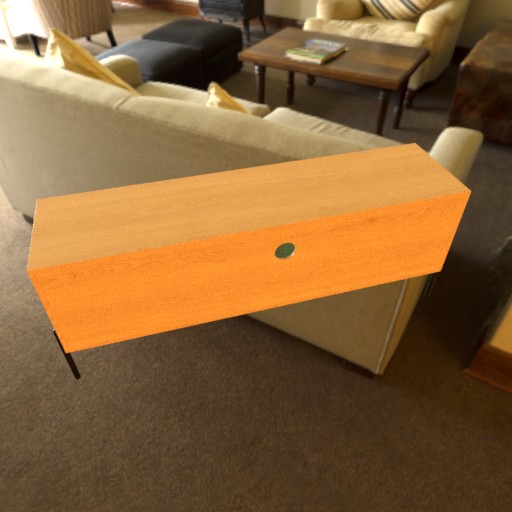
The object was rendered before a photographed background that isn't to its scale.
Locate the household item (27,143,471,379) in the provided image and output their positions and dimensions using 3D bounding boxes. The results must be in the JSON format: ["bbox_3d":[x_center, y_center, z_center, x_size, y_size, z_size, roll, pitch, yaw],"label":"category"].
[{"bbox_3d":[0.000,0.000,1.791,1.550,0.600,0.400,-11,43,-12],"label":"household item"}]
